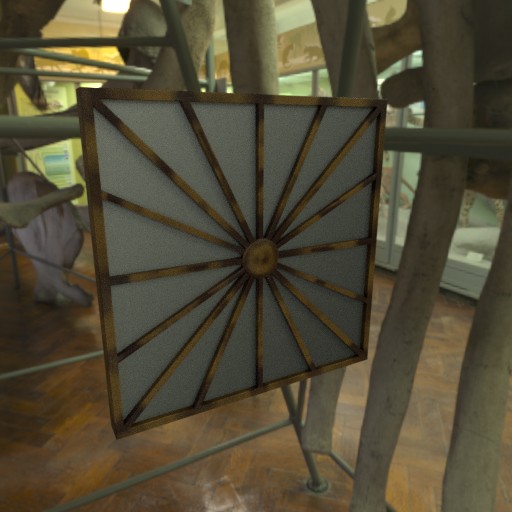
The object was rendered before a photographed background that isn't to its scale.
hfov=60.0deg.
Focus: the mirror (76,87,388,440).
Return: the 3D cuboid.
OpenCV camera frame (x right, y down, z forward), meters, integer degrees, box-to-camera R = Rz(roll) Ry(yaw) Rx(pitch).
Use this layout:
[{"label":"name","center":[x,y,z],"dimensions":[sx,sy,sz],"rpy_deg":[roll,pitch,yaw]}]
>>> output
[{"label":"mirror","center":[0.000,0.000,0.741],"dimensions":[0.509,0.507,0.042],"rpy_deg":[-9,18,-28]}]
